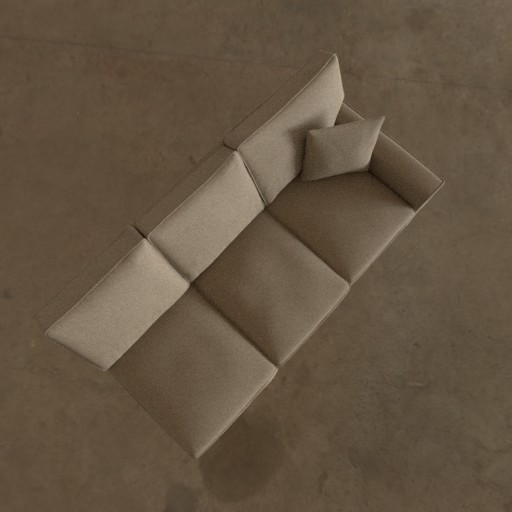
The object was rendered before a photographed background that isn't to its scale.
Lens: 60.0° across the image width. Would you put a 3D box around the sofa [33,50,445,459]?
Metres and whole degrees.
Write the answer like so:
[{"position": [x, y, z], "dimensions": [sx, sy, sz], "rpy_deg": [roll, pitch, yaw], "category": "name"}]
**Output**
[{"position": [0.000, 0.000, 2.455], "dimensions": [1.034, 0.946, 1.963], "rpy_deg": [42, 79, 10], "category": "sofa"}]
